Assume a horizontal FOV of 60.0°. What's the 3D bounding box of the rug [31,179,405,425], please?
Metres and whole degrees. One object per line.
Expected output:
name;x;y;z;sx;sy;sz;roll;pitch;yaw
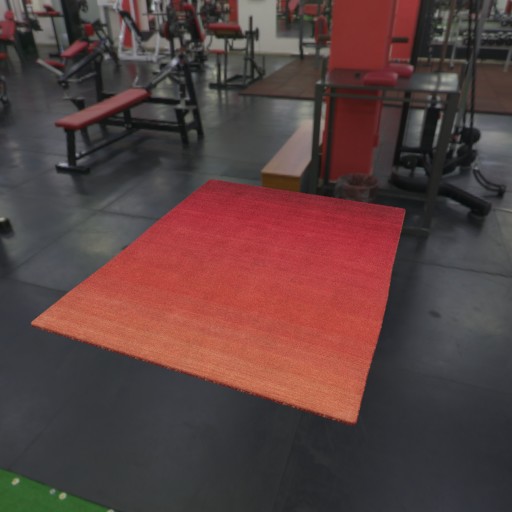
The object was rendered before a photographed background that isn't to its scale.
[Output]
rug;0.000;0.000;3.941;2.340;0.028;2.905;12;34;18
